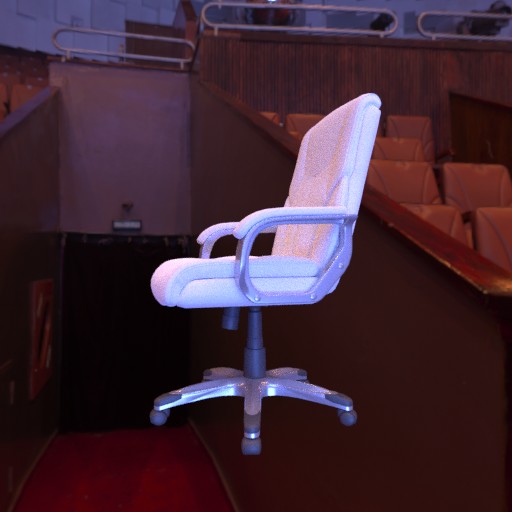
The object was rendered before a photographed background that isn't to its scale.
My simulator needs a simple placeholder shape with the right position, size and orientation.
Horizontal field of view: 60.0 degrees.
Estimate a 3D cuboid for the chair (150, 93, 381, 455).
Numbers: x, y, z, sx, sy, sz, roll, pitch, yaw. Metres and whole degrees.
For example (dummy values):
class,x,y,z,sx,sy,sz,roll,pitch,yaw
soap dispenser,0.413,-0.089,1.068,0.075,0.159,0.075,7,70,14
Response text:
class,x,y,z,sx,sy,sz,roll,pitch,yaw
chair,0.000,0.000,1.585,0.738,1.120,0.687,0,0,-17
